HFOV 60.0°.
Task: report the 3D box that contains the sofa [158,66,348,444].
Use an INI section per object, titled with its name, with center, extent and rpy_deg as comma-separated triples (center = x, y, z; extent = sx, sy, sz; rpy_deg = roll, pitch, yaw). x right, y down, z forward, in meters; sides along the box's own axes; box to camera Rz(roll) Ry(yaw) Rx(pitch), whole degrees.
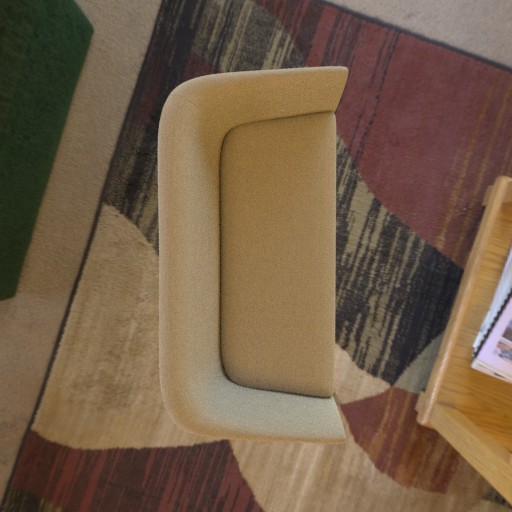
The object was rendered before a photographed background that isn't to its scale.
[sofa]
center = 0.000, 0.000, 1.907
extent = 0.705, 0.721, 1.452
rpy_deg = 0, 92, -1
